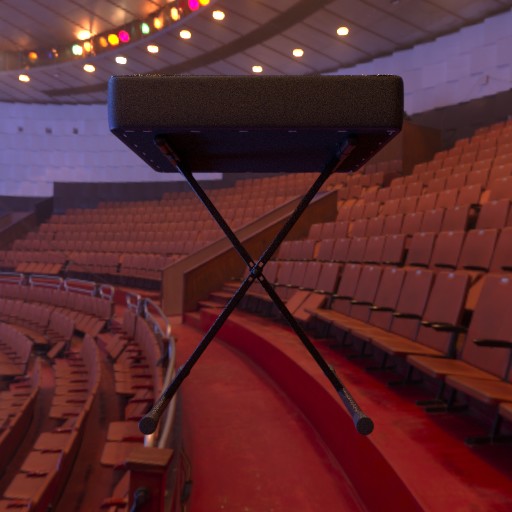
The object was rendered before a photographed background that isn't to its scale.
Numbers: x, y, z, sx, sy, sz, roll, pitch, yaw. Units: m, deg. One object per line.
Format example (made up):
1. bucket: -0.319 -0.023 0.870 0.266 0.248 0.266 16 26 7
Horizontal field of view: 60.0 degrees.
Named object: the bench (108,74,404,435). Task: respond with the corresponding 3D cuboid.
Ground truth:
1. bench: 0.000 0.000 0.772 0.424 0.500 0.321 0 -1 0
